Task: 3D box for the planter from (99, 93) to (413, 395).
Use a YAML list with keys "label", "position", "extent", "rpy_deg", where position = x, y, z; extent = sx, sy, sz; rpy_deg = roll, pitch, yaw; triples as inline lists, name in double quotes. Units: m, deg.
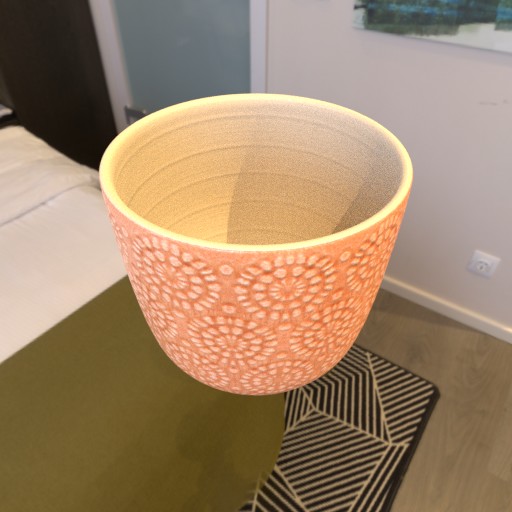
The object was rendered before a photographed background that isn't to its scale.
- label: "planter"
  position: [0.000, 0.000, 0.364]
  extent: [0.208, 0.190, 0.208]
  rpy_deg: [0, 41, 0]
